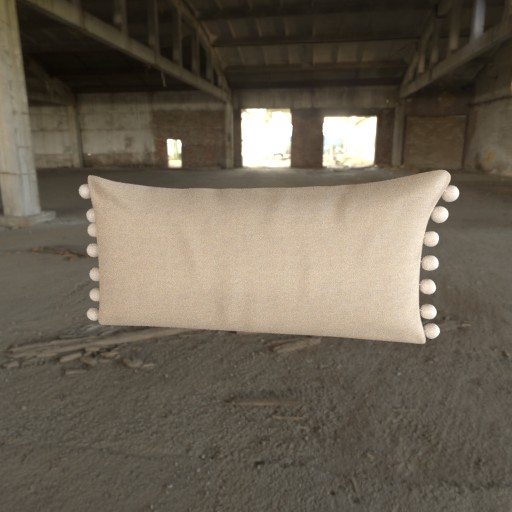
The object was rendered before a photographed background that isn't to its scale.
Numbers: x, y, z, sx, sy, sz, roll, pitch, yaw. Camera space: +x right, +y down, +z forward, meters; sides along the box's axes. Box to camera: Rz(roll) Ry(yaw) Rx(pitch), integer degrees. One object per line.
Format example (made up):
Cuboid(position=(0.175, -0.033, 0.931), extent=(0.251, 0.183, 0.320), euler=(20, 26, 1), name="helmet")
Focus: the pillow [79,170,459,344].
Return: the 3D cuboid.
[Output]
Cuboid(position=(0.000, 0.000, 0.833), extent=(0.709, 0.322, 0.201), euler=(2, 14, 7), name="pillow")
